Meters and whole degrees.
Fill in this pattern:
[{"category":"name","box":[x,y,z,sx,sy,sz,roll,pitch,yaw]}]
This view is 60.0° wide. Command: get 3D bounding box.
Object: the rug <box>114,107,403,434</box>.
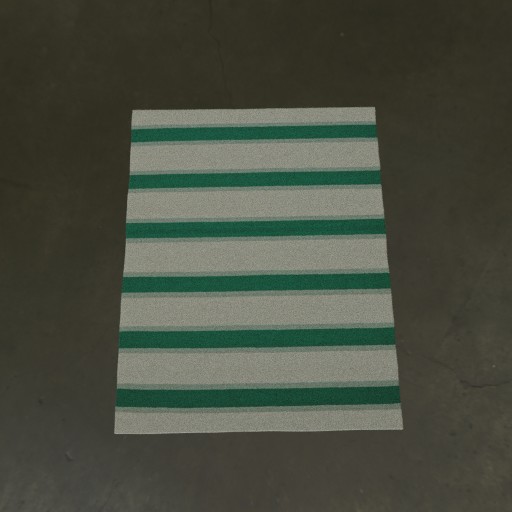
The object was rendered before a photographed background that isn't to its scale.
[{"category":"rug","box":[0.000,0.000,4.080,2.434,0.019,3.041,-1,76,0]}]
